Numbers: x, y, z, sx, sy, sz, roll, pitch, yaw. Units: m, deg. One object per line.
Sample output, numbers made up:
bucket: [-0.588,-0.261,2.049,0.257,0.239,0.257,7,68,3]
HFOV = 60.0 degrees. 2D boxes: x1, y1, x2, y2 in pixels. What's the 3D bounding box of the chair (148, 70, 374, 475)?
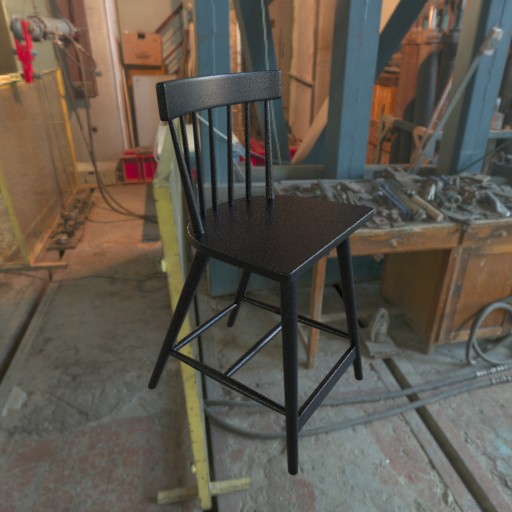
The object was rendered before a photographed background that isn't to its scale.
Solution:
chair: [0.000,0.000,1.266,0.572,0.952,0.483,17,31,31]
